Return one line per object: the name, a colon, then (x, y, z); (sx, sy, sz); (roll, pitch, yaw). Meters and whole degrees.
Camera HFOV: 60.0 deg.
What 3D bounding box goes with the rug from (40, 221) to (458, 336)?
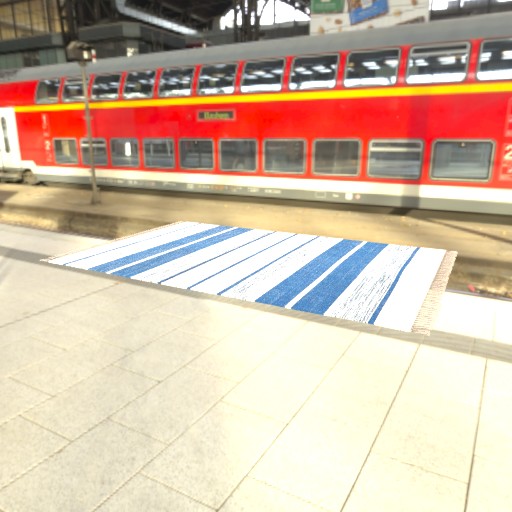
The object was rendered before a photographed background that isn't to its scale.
rug: (0.000, 0.000, 3.047); (2.441, 0.010, 1.532); (8, 17, 27)
